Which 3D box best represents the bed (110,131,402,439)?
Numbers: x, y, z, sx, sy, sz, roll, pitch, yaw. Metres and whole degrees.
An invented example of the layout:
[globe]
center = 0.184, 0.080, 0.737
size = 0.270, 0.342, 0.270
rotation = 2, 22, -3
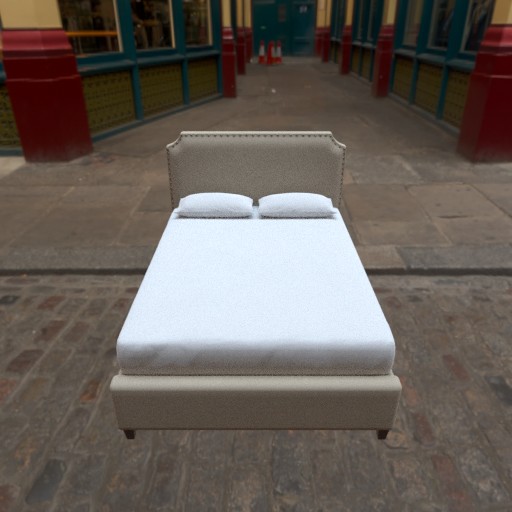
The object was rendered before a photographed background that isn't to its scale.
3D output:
[bed]
center = 0.000, 0.000, 3.459
size = 1.703, 1.415, 2.329
rotation = 0, 28, 0
